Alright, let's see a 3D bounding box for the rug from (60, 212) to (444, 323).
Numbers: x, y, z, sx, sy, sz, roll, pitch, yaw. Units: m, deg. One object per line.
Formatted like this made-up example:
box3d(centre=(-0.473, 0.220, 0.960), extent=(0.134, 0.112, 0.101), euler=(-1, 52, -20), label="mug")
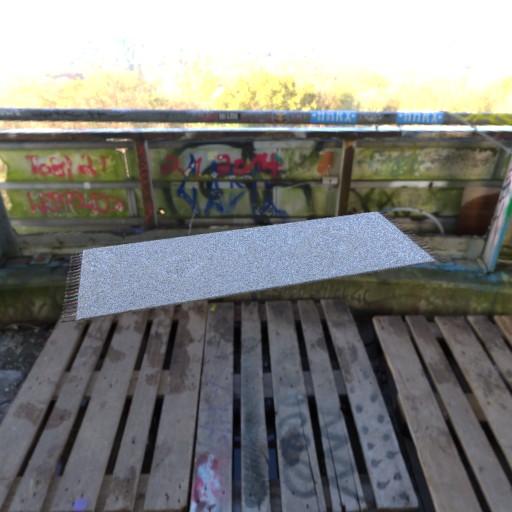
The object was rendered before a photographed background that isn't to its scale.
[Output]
box3d(centre=(0.000, 0.000, 2.821), extent=(2.378, 0.018, 1.324), euler=(0, 31, 0), label="rug")
